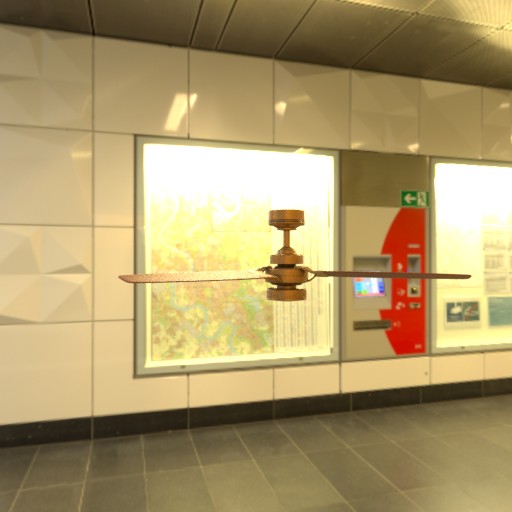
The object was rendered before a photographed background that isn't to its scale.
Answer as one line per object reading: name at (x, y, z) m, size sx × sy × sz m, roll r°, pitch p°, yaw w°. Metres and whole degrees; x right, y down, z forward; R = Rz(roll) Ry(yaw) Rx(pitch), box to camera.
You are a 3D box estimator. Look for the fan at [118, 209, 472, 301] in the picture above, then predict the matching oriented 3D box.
fan at (0.000, 0.000, 2.033) m, size 1.271 × 0.425 × 1.416 m, roll 0°, pitch 0°, yaw -36°
